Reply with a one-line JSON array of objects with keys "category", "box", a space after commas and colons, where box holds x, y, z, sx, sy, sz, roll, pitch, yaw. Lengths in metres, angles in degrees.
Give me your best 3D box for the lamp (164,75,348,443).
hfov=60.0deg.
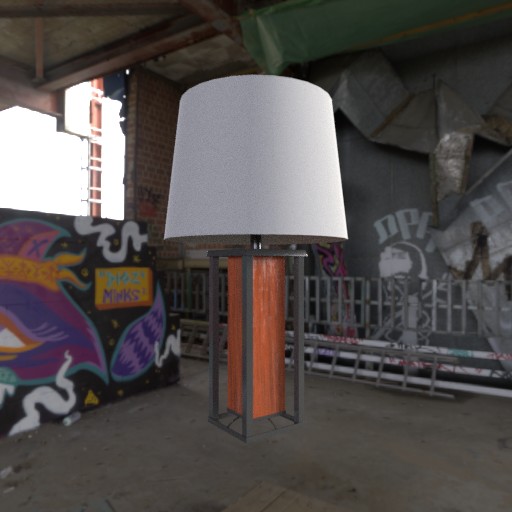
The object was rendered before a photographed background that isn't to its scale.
[{"category": "lamp", "box": [0.000, 0.000, 0.785, 0.320, 0.591, 0.320, 0, -1, 0]}]
